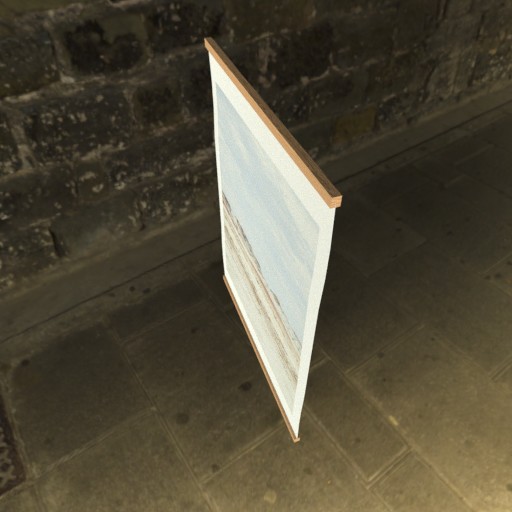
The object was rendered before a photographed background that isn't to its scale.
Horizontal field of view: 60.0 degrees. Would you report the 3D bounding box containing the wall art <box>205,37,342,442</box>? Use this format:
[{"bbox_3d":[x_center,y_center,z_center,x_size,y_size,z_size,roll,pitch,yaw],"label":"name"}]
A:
[{"bbox_3d":[0.000,0.000,0.807,0.011,0.605,0.458,-15,47,-14],"label":"wall art"}]
